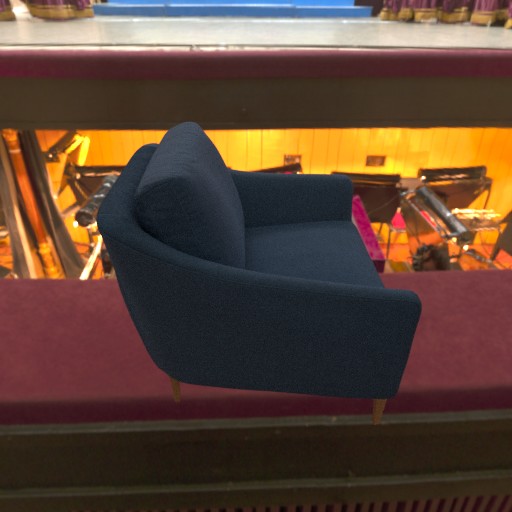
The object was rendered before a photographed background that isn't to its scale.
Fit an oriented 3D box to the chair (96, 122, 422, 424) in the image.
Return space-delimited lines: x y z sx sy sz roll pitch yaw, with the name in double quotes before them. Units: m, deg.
"chair" 0.000 0.000 1.729 0.961 0.899 0.987 -1 31 -1
